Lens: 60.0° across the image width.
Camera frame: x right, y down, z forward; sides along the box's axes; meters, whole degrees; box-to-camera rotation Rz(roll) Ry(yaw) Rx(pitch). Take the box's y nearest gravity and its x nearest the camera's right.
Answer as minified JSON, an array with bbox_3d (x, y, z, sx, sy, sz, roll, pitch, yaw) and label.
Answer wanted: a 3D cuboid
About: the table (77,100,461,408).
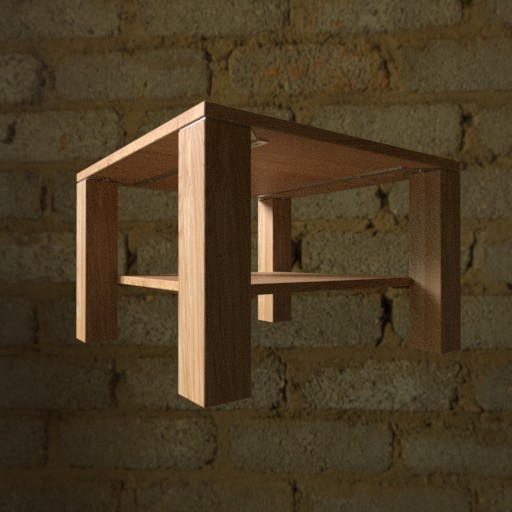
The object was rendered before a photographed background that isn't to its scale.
[{"bbox_3d":[0.000,0.000,1.134,0.700,0.450,0.700,0,0,-36],"label":"table"}]
